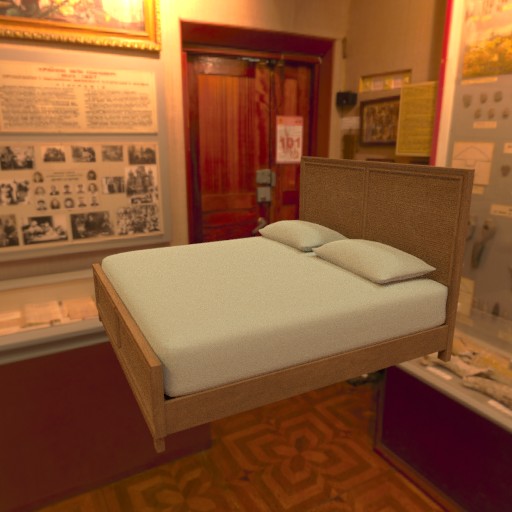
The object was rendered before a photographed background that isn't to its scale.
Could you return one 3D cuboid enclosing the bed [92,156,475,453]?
[{"bbox_3d":[0.000,0.000,3.451,2.184,1.387,2.003,-8,17,-26],"label":"bed"}]
